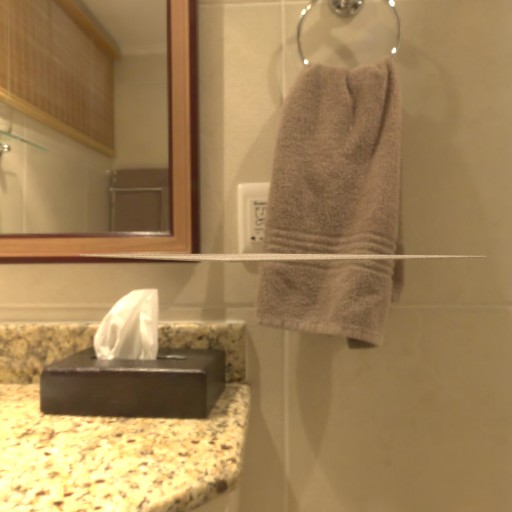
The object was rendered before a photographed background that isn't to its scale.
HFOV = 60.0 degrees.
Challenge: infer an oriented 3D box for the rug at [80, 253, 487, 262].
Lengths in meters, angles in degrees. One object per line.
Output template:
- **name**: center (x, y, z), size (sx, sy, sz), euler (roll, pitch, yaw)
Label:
- **rug**: center (0.000, 0.000, 3.985), size (2.353, 0.014, 2.945), euler (-1, 1, -35)
